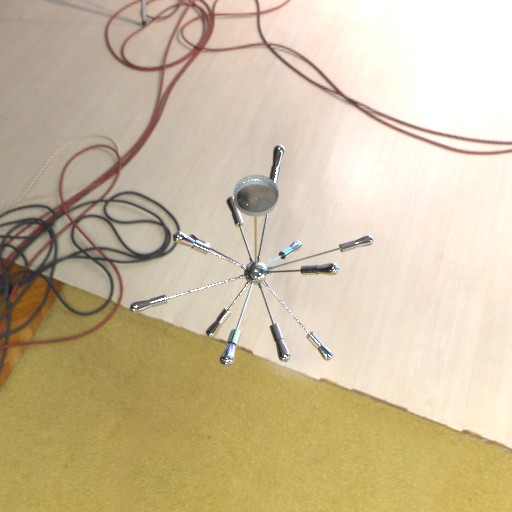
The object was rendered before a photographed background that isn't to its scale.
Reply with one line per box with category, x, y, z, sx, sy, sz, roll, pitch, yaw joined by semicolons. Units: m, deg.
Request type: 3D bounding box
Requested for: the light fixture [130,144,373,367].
light fixture;0.000;0.000;1.096;0.684;0.558;0.509;-16;66;-7
